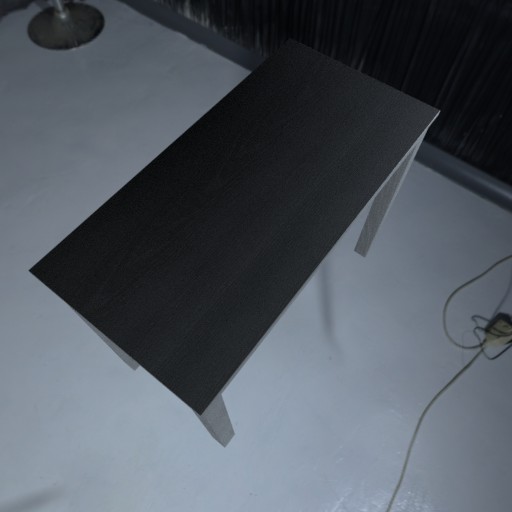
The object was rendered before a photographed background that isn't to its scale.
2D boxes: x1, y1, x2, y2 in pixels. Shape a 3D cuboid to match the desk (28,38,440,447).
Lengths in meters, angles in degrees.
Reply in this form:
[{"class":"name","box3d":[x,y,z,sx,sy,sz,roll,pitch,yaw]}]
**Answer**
[{"class":"desk","box3d":[0.000,0.000,1.420,0.499,0.762,0.991,34,67,17]}]
